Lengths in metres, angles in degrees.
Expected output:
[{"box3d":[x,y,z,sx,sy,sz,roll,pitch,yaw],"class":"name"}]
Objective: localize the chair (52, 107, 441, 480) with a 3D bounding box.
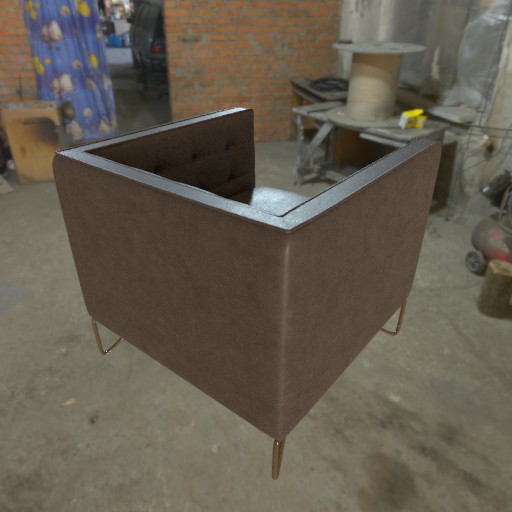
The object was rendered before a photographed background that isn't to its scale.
[{"box3d":[0.000,0.000,1.549,0.880,0.790,0.894,22,37,33],"class":"chair"}]
